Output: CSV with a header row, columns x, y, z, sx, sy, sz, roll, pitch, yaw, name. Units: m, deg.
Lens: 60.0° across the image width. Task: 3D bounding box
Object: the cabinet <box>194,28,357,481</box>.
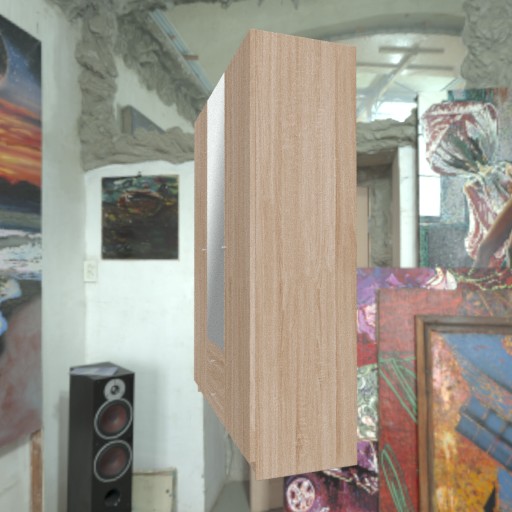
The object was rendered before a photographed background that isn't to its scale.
x,y,z,sx,sy,sz,roll,pitch,yaw,name
0.000,0.000,2.866,0.590,2.120,1.500,0,-1,-18,cabinet
